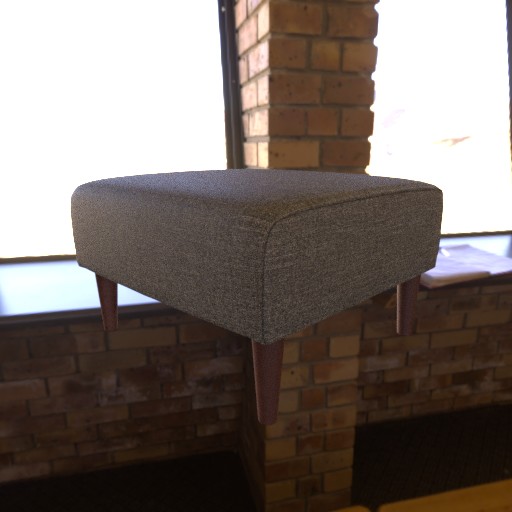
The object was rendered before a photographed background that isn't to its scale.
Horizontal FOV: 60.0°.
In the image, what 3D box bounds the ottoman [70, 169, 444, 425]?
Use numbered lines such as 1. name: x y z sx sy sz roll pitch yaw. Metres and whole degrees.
1. ottoman: 0.000 0.000 1.084 0.655 0.399 0.648 14 20 43
